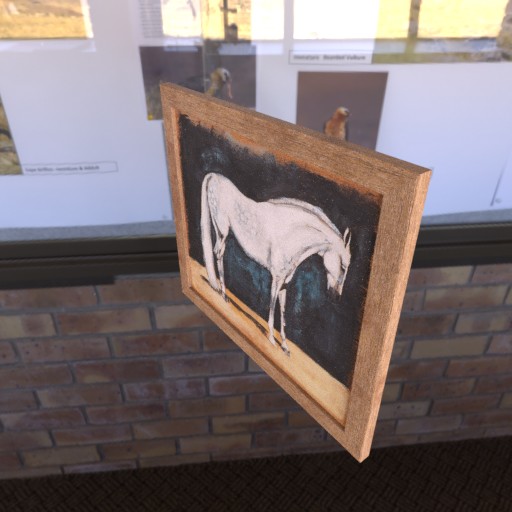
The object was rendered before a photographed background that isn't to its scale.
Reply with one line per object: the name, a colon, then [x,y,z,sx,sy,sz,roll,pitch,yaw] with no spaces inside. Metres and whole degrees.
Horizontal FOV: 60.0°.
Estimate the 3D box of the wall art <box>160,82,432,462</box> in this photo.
wall art: [0.000,0.000,0.935,0.026,0.588,0.690,-22,38,-31]
